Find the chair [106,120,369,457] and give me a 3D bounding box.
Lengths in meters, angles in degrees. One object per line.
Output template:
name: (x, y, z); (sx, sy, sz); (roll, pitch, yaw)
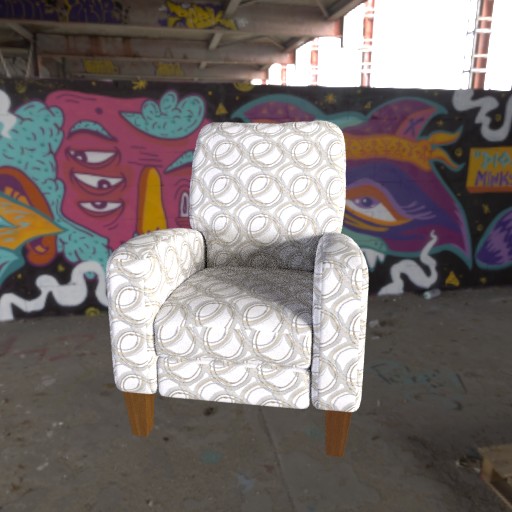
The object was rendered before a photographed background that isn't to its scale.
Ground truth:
chair: (0.000, 0.000, 1.772); (0.796, 1.065, 0.995); (2, 14, 9)
